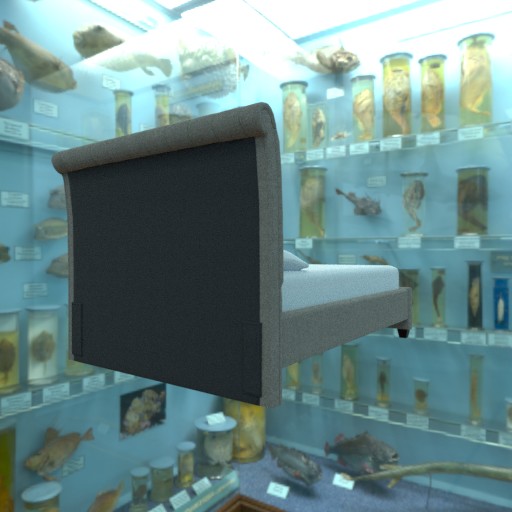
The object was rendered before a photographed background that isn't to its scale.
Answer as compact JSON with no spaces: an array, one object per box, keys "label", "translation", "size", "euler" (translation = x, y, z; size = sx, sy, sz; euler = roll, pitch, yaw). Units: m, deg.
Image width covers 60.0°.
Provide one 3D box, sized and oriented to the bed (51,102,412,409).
[{"label":"bed","translation":[0.000,0.000,3.291],"size":[1.645,1.371,2.252],"euler":[0,0,36]}]
